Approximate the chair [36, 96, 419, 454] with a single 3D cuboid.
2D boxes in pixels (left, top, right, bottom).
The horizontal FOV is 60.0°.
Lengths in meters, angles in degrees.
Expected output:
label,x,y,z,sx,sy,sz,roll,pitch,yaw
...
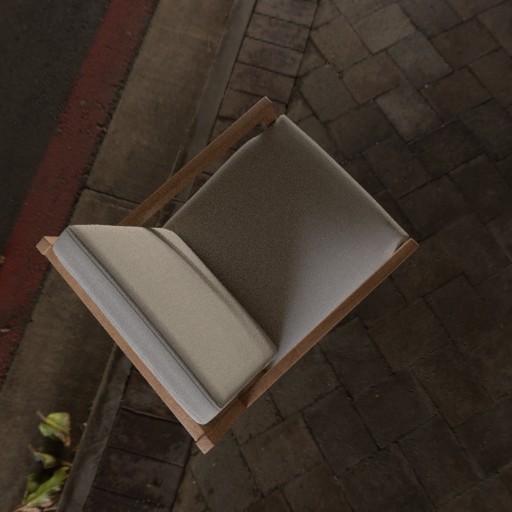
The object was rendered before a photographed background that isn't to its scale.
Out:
label,x,y,z,sx,sy,sz,roll,pitch,yaw
chair,0.000,0.000,1.385,0.857,0.790,0.622,-41,79,-9
